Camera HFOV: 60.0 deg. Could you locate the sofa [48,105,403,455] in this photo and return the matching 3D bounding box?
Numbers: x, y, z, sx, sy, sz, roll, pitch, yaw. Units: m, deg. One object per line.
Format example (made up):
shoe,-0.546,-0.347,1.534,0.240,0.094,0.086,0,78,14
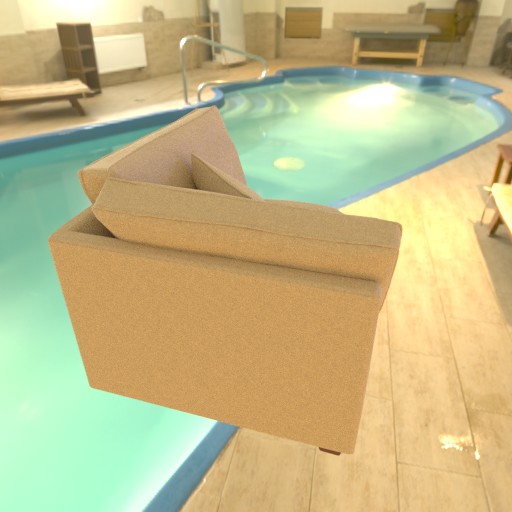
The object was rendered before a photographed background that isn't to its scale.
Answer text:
sofa,0.000,0.000,1.811,1.050,0.937,1.042,10,33,15
